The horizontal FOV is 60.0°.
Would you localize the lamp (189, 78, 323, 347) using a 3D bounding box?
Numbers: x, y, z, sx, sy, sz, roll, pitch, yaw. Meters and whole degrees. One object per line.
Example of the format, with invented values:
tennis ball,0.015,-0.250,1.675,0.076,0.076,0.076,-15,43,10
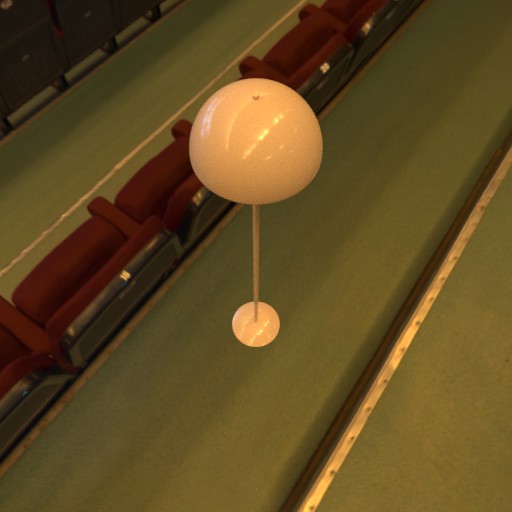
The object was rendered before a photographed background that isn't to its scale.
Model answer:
lamp,0.000,0.000,1.601,0.328,1.480,0.328,32,67,16
